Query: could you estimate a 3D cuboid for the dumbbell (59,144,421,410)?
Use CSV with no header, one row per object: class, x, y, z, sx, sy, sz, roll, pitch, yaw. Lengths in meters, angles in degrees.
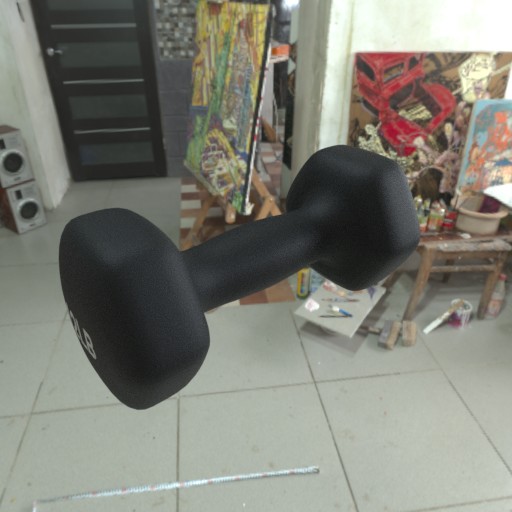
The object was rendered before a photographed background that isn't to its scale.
dumbbell,0.000,0.000,0.288,0.231,0.101,0.112,-22,38,-31
